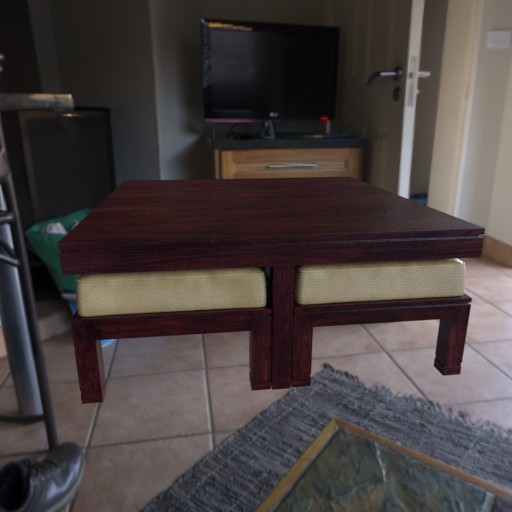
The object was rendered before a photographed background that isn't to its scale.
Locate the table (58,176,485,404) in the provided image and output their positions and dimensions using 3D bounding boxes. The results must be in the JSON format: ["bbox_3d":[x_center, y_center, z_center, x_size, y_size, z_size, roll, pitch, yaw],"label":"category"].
[{"bbox_3d":[0.000,0.000,1.346,0.865,0.356,0.865,-2,17,-7],"label":"table"}]
